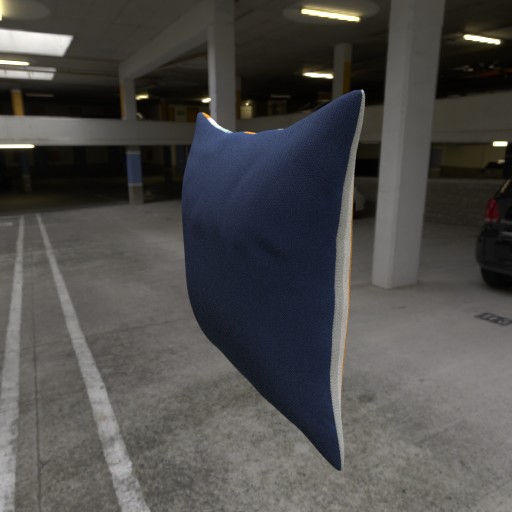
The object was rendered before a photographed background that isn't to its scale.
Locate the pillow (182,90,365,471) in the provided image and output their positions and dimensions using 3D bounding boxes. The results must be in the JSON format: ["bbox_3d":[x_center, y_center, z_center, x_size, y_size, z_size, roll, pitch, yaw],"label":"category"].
[{"bbox_3d":[0.000,0.000,0.698,0.173,0.454,0.463,-7,16,-27],"label":"pillow"}]
